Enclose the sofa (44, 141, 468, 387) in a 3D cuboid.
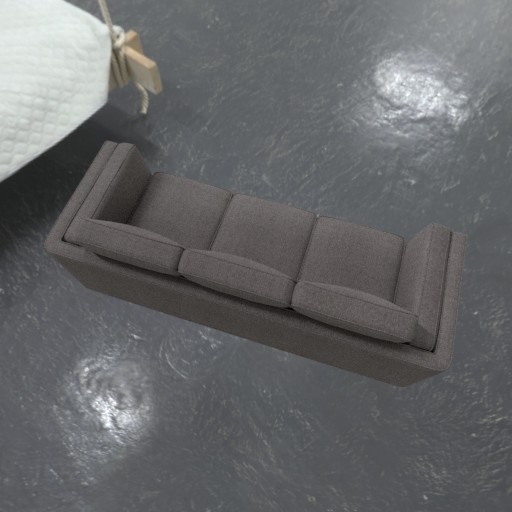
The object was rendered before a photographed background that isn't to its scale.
[{"bbox_3d":[0.000,0.000,2.791,2.362,0.899,0.903,16,64,8],"label":"sofa"}]
